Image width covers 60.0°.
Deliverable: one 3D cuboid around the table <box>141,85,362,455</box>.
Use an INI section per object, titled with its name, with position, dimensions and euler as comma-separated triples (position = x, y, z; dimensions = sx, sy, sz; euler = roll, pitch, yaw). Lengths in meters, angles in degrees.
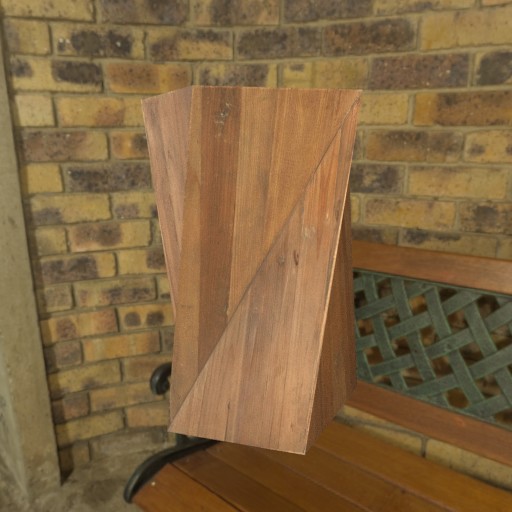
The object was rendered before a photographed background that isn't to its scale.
[table]
position = 0.000, 0.000, 0.899
dimensions = 0.441, 0.604, 0.425
euler = 2, 15, 8
